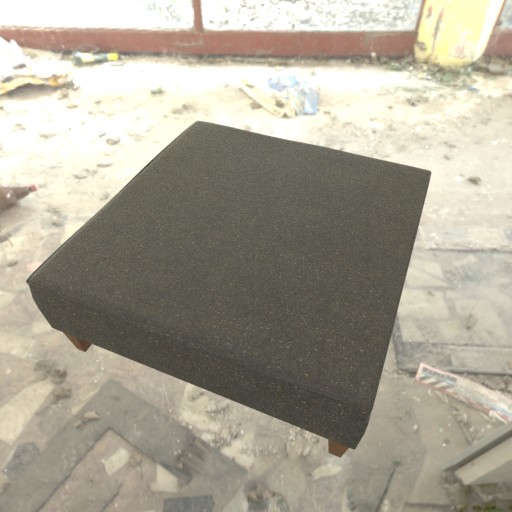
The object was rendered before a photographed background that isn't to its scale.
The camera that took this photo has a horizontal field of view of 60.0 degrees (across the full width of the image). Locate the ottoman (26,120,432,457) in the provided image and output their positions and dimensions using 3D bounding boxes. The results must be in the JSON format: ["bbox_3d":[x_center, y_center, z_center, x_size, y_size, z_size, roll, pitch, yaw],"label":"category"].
[{"bbox_3d":[0.000,0.000,1.524,0.968,0.382,1.004,17,47,16],"label":"ottoman"}]
